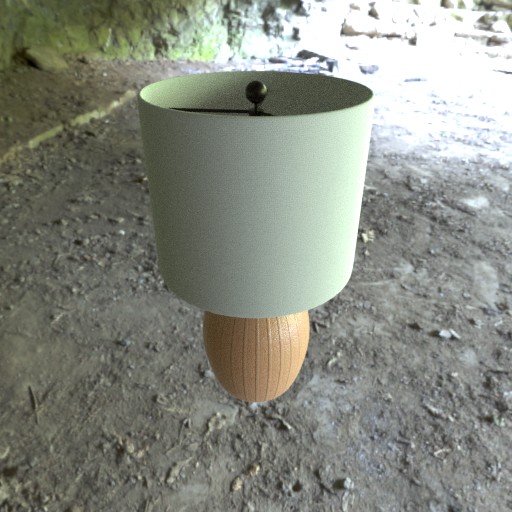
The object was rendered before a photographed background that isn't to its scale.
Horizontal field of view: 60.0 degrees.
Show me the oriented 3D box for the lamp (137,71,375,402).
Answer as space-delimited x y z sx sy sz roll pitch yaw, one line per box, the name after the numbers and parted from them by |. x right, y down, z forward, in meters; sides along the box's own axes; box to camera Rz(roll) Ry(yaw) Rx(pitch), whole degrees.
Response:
0.000 0.000 0.765 0.329 0.570 0.329 0 31 0 | lamp
